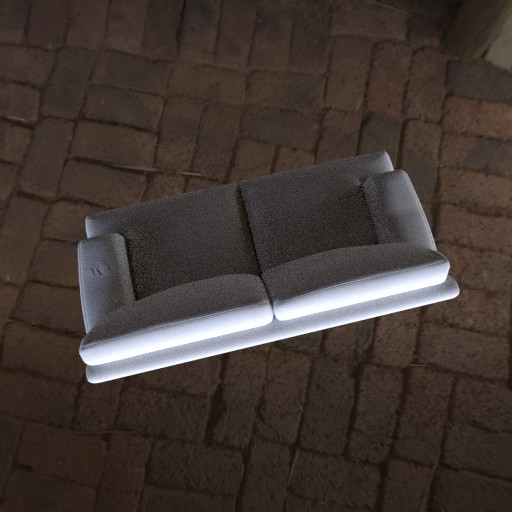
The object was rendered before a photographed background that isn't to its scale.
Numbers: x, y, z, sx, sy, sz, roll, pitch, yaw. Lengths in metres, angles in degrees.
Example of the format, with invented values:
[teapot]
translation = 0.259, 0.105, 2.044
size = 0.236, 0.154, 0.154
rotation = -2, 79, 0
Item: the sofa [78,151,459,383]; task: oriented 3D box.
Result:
[sofa]
translation = 0.000, 0.000, 2.919
size = 2.261, 0.940, 1.143
rotation = -13, 77, -3
